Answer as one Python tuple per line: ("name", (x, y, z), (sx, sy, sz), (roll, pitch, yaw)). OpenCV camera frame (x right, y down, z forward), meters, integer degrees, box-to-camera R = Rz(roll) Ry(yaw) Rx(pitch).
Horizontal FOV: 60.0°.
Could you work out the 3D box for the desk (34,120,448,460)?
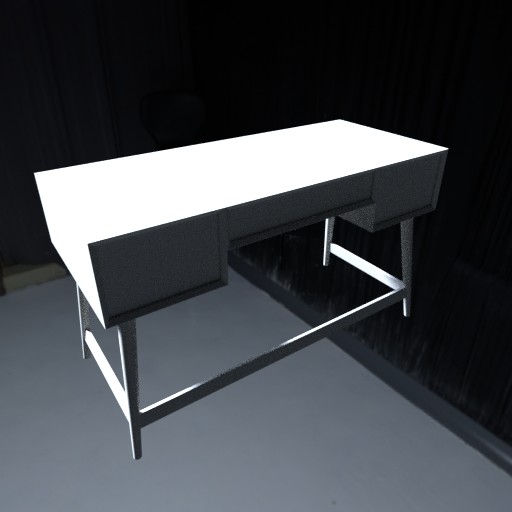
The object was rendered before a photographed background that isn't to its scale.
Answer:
("desk", (0.000, 0.000, 1.708), (1.313, 0.762, 0.589), (-19, 35, -29))
